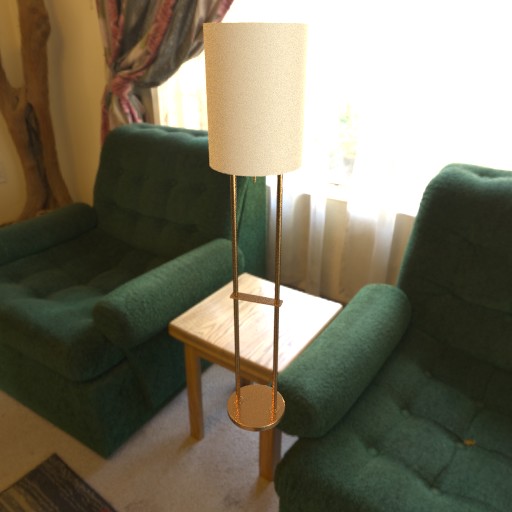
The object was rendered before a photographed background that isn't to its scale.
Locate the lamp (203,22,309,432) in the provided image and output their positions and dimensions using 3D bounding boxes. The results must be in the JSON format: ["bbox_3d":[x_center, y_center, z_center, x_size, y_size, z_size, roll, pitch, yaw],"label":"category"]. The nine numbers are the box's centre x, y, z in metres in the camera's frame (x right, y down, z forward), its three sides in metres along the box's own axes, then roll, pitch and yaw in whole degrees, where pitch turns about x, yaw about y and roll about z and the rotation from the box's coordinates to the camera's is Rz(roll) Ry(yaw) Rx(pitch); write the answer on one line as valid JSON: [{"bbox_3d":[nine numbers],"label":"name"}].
[{"bbox_3d":[0.000,0.000,1.615,0.306,1.500,0.305,8,28,16],"label":"lamp"}]
